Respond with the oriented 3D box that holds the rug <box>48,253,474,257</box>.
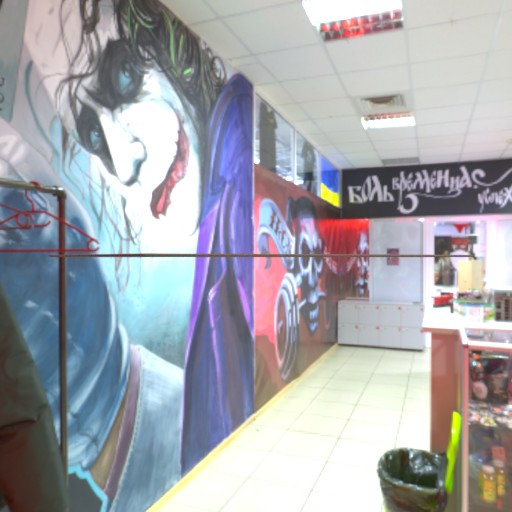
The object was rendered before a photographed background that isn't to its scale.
[{"bbox_3d":[0.000,0.000,3.994,3.041,0.020,2.413,0,0,-35],"label":"rug"}]
